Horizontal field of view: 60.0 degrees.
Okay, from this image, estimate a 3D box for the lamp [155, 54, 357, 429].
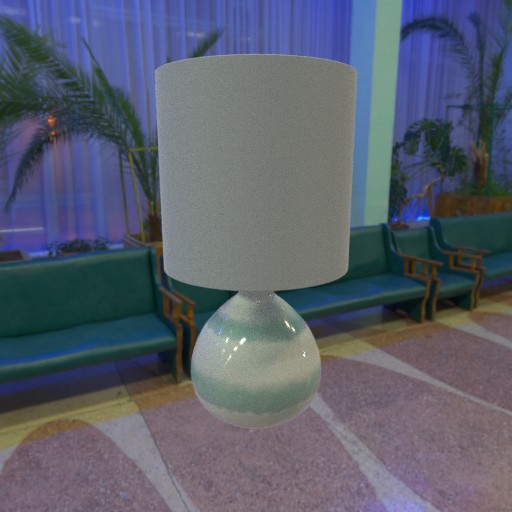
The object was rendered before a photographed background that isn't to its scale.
[{"bbox_3d":[0.000,0.000,0.530,0.217,0.404,0.217,-6,14,-26],"label":"lamp"}]
